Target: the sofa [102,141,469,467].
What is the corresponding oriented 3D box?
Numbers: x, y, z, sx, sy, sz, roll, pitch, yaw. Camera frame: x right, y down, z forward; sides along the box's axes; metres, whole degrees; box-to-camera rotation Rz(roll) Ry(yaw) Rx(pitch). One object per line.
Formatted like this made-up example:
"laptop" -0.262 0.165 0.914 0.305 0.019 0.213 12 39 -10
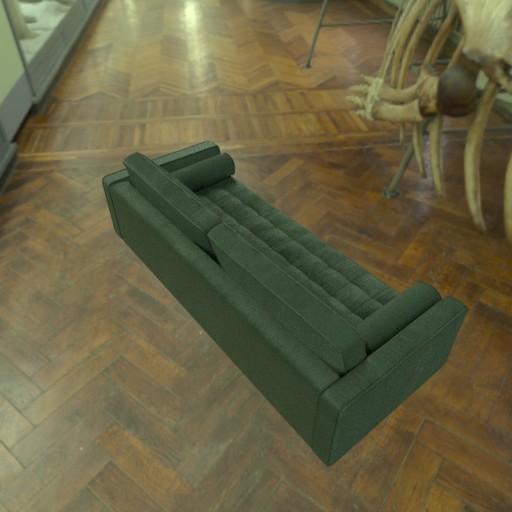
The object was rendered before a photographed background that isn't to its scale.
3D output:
"sofa" 0.000 0.000 2.654 0.918 0.769 2.199 -28 48 -28
